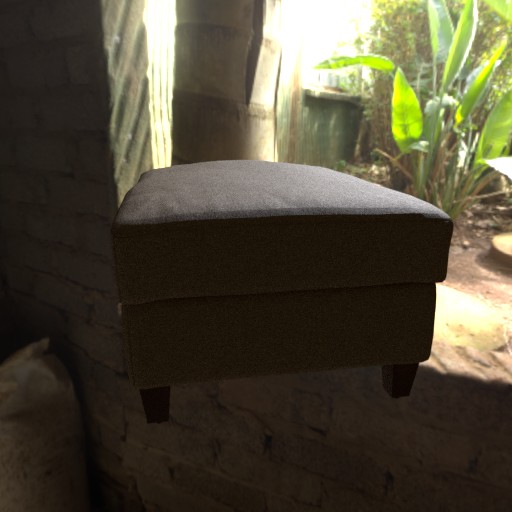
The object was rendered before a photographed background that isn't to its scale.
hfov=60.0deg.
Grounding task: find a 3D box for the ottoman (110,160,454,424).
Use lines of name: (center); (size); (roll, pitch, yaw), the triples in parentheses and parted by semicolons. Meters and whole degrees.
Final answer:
ottoman: (0.000, 0.000, 1.295); (0.692, 0.511, 0.889); (-3, 18, -9)
